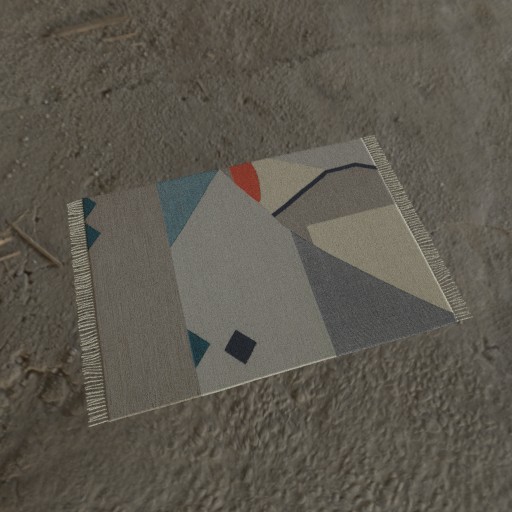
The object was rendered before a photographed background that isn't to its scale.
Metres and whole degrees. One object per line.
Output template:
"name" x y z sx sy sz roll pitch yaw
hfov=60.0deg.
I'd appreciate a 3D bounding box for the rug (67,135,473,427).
"rug" 0.000 0.000 2.283 1.828 0.005 1.220 -14 62 -7
